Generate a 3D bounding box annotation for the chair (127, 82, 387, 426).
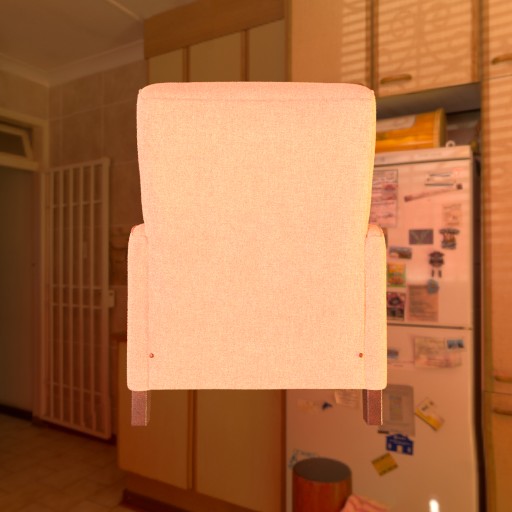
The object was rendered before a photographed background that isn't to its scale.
[{"bbox_3d":[0.000,0.000,1.670,0.845,1.023,0.859,0,0,-1],"label":"chair"}]
